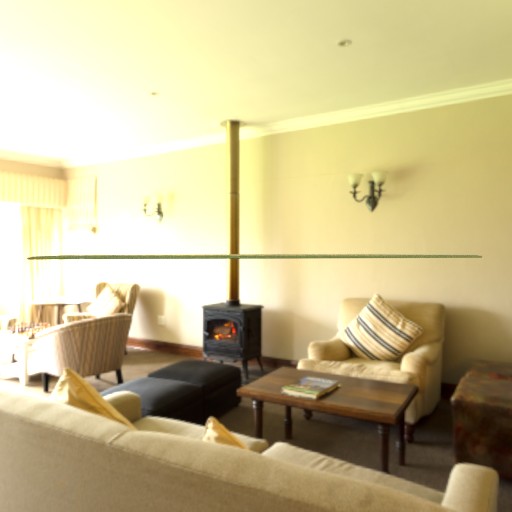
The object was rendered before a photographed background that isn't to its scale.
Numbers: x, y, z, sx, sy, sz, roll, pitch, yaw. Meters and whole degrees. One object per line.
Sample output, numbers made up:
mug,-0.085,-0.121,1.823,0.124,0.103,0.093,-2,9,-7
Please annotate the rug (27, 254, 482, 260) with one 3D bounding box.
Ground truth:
rug,0.000,0.000,1.426,1.219,0.007,0.604,0,1,-16
